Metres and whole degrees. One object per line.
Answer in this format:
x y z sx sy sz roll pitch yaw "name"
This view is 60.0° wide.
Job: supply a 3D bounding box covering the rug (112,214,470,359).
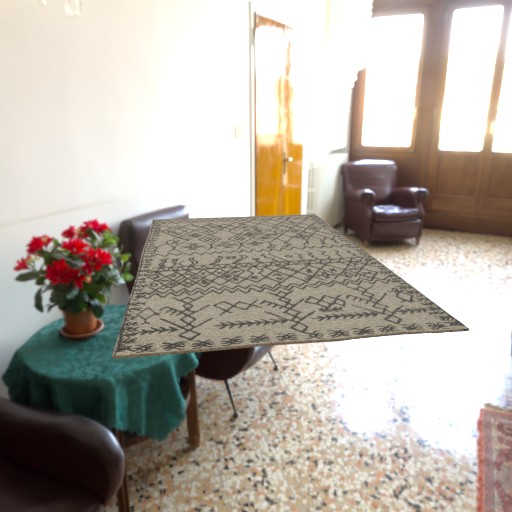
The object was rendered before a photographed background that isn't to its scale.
0.000 0.000 4.677 2.393 0.019 3.824 -3 18 -9 "rug"
